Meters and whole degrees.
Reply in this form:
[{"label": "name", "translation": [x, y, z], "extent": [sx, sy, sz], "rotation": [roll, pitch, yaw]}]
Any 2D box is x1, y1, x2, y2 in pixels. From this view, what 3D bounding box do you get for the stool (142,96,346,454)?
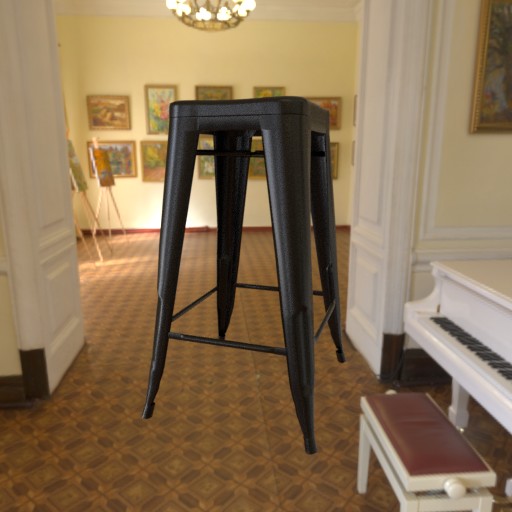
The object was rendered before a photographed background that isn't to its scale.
[{"label": "stool", "translation": [0.000, 0.000, 0.946], "extent": [0.423, 0.609, 0.455], "rotation": [2, 13, 7]}]
